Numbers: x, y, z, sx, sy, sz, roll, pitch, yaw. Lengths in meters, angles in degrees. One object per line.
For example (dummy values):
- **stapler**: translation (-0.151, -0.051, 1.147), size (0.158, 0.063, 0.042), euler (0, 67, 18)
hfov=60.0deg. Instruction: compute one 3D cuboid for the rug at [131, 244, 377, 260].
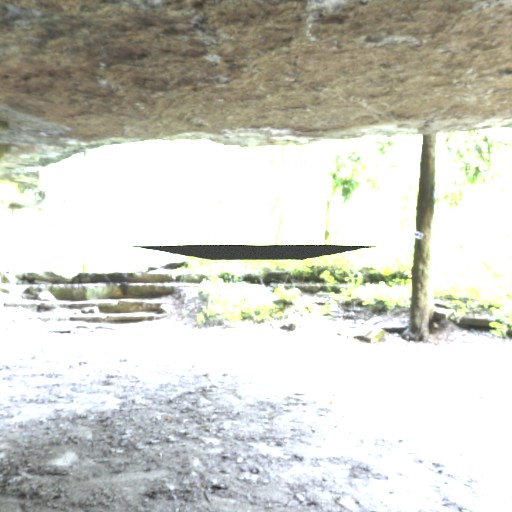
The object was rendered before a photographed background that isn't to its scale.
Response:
- **rug**: translation (0.000, 0.000, 2.648), size (0.807, 0.010, 2.476), euler (0, -2, 0)
